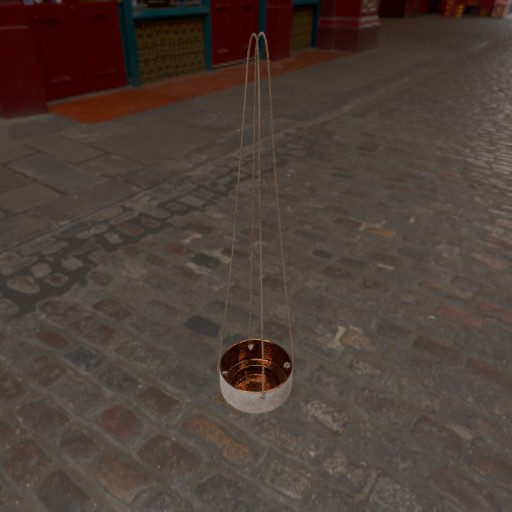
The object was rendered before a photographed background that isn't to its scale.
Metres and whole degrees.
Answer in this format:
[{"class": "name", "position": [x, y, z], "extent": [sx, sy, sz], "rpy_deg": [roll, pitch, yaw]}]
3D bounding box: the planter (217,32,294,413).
[{"class": "planter", "position": [0.000, 0.000, 1.140], "extent": [0.223, 1.030, 0.223], "rpy_deg": [21, 38, 29]}]
